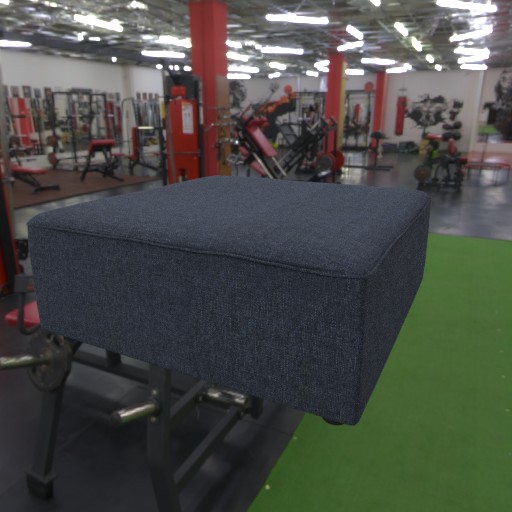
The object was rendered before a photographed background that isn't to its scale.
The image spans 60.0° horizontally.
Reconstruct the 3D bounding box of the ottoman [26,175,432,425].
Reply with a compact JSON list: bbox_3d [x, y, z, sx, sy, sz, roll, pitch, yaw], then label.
[{"bbox_3d":[0.000,0.000,1.530,1.017,0.423,1.023,9,20,26],"label":"ottoman"}]
